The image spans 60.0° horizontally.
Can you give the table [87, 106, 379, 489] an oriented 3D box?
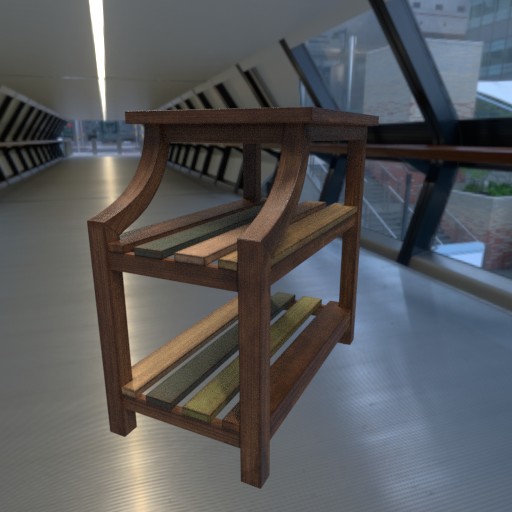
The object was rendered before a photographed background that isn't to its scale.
[{"bbox_3d":[0.000,0.000,0.950,0.356,0.584,0.609,8,17,25],"label":"table"}]
